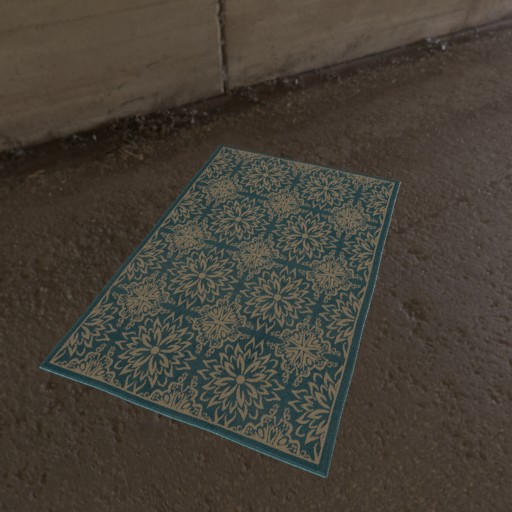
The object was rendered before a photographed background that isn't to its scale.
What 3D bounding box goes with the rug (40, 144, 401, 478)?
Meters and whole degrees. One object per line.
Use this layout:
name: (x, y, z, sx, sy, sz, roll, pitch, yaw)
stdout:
rug: (0.000, 0.000, 2.270, 1.211, 0.012, 1.833, 15, 47, 14)
